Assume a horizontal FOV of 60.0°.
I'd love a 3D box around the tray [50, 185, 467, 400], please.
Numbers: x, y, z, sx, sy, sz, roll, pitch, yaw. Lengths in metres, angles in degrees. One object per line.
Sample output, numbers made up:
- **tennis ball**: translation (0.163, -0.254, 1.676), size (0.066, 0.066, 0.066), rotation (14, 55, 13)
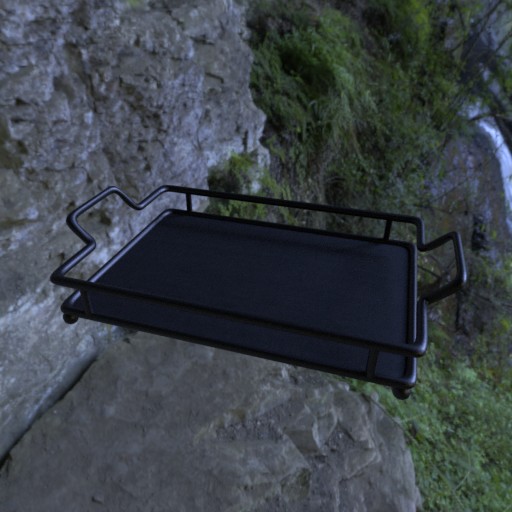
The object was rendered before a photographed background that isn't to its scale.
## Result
- **tray**: translation (0.000, 0.000, 0.589), size (0.495, 0.101, 0.297), rotation (9, 33, 15)
